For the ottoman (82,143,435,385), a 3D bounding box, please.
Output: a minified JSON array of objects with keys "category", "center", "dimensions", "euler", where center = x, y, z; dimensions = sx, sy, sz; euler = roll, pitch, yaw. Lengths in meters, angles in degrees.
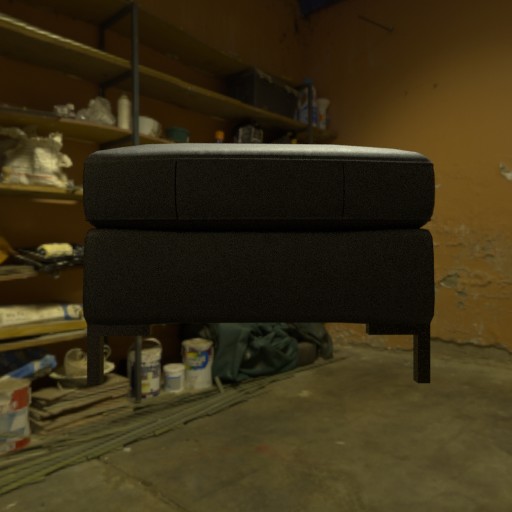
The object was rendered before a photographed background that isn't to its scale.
[{"category":"ottoman","center":[0.000,0.000,1.771],"dimensions":[0.967,0.696,1.187],"euler":[0,0,-1]}]
